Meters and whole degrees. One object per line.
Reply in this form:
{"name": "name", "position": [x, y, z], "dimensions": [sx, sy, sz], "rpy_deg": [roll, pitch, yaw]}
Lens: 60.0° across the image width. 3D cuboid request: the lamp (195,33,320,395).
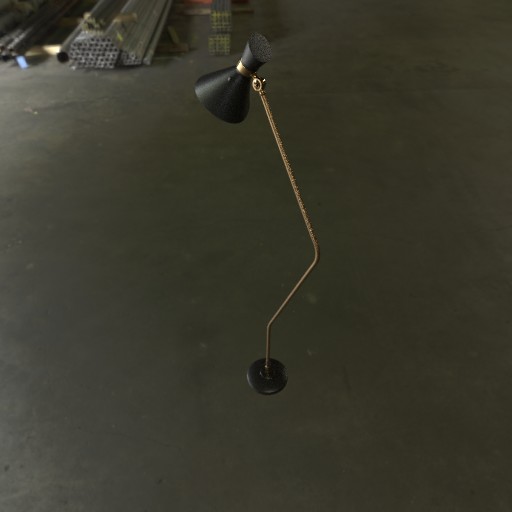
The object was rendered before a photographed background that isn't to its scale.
{"name": "lamp", "position": [0.000, 0.000, 1.584], "dimensions": [0.277, 1.438, 0.467], "rpy_deg": [-12, 42, -13]}
